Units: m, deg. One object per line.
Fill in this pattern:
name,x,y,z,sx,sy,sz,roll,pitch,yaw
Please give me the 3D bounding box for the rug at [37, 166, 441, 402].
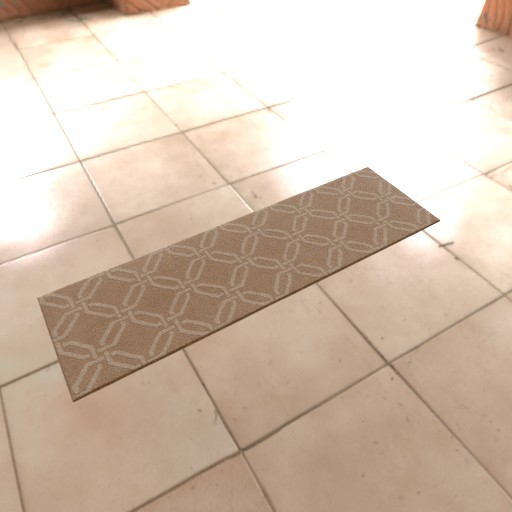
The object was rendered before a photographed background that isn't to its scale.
rug,0.000,0.000,2.533,2.276,0.014,0.678,-24,50,-21
